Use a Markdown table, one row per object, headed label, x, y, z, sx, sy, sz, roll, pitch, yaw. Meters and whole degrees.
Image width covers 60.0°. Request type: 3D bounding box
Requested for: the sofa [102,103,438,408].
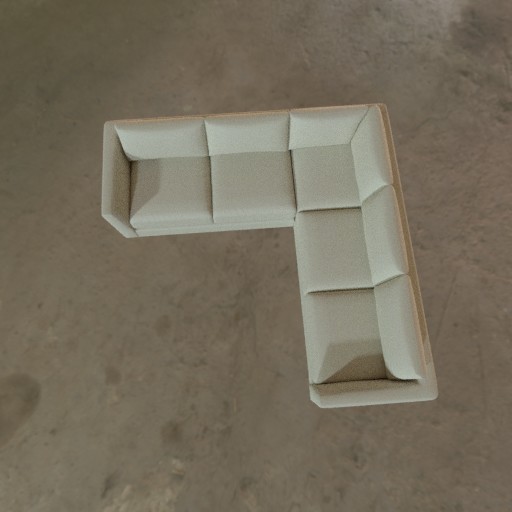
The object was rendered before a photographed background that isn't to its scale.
| label | x | y | z | sx | sy | sz | roll | pitch | yaw |
| --- | --- | --- | --- | --- | --- | --- | --- | --- | --- |
| sofa | 0.000 | 0.000 | 3.690 | 2.430 | 0.867 | 2.448 | -4 | 74 | -1 |
